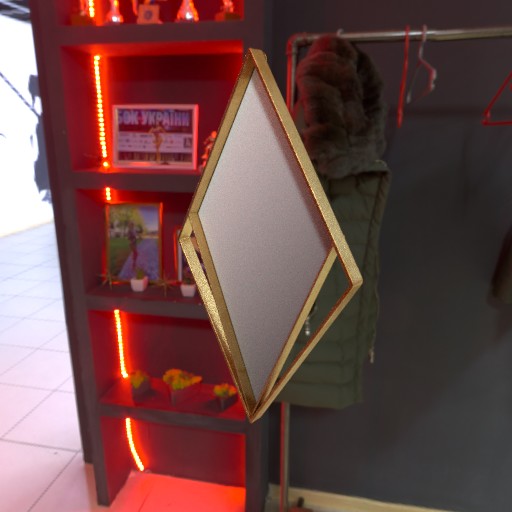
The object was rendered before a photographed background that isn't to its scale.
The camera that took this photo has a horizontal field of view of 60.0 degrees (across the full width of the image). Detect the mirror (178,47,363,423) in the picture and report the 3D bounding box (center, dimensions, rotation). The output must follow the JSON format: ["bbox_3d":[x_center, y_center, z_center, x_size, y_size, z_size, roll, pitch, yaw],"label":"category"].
[{"bbox_3d":[0.000,0.000,0.792,0.419,0.679,0.032,15,21,41],"label":"mirror"}]
